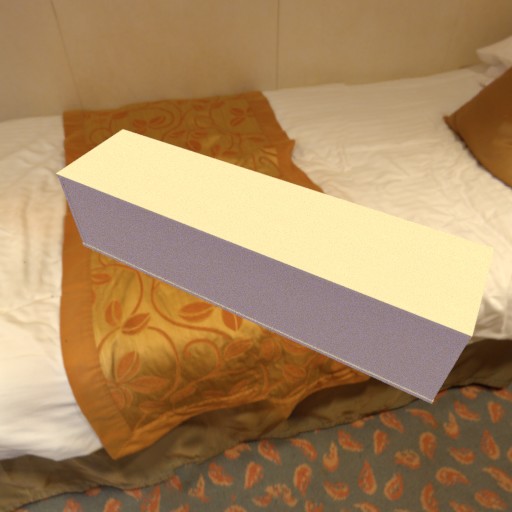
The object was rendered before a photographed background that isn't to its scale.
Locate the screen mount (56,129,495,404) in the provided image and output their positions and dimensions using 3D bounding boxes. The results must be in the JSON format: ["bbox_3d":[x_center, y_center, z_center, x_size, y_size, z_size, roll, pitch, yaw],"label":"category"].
[{"bbox_3d":[0.000,0.000,1.812,1.600,0.520,0.418,22,49,20],"label":"screen mount"}]
